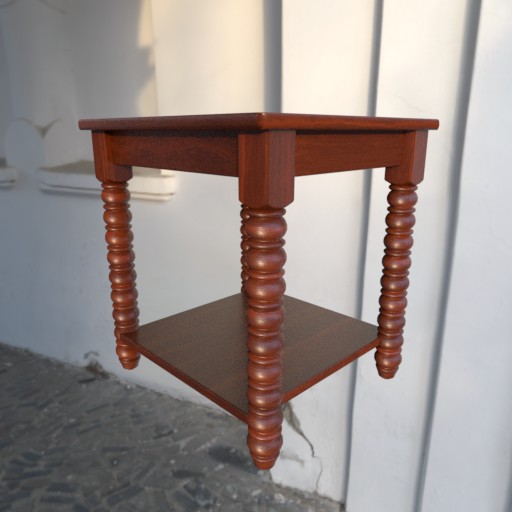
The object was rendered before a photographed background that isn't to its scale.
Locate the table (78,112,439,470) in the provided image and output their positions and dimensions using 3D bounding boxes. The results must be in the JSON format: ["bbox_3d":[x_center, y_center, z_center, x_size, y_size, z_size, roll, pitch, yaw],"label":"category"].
[{"bbox_3d":[0.000,0.000,0.963,0.500,0.567,0.533,-15,22,-42],"label":"table"}]
